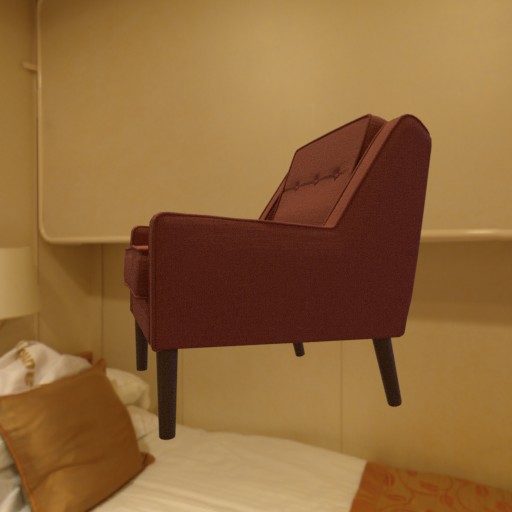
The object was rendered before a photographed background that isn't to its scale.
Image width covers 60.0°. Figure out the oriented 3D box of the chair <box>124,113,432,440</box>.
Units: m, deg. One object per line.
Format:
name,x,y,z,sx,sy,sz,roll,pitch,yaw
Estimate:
chair,0.000,0.000,1.380,0.770,0.812,0.680,0,1,-20
